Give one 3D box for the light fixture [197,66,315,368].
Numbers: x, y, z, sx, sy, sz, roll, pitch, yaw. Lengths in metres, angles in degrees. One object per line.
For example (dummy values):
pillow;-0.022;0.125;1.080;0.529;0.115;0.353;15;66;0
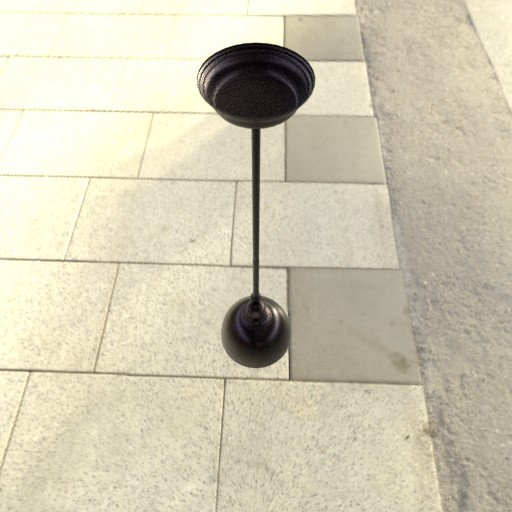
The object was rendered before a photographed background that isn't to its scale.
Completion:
light fixture;0.000;0.000;0.833;0.182;0.768;0.182;0;58;0
